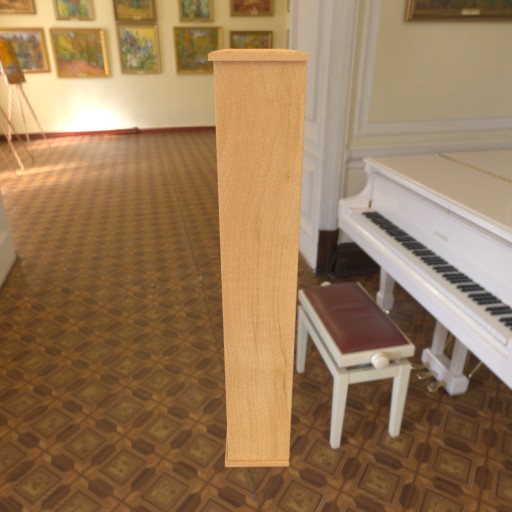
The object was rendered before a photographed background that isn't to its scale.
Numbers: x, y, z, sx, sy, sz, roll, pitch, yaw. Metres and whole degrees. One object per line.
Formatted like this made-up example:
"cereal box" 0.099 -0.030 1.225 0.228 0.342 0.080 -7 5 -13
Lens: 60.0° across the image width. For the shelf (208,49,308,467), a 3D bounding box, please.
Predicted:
"shelf" 0.000 0.000 1.222 0.175 1.030 0.520 0 26 -1
